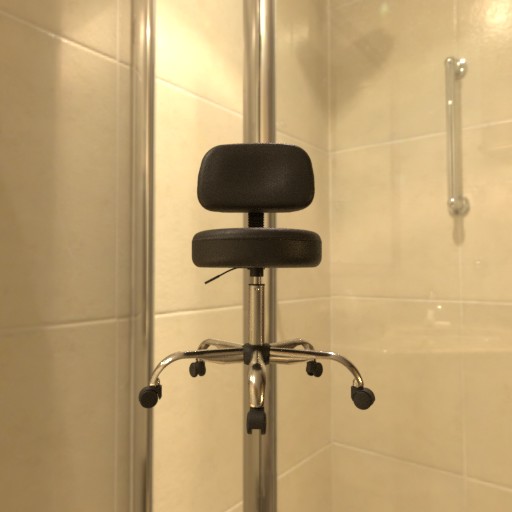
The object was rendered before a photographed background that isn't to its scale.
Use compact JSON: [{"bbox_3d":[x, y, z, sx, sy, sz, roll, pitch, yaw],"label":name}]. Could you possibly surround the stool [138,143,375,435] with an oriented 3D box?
[{"bbox_3d":[0.000,0.000,1.357,0.673,0.862,0.648,0,-2,0],"label":"stool"}]
